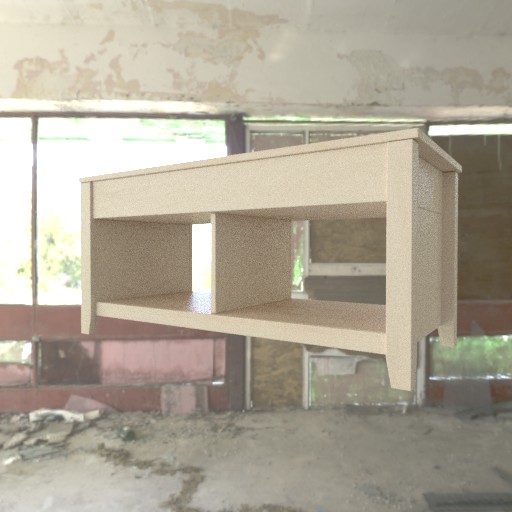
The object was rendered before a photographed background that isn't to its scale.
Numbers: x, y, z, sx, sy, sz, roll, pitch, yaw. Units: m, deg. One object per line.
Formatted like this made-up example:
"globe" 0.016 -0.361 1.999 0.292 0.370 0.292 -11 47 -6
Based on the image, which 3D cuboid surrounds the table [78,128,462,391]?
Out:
"table" 0.000 0.000 1.280 1.016 0.483 0.457 1 1 34
